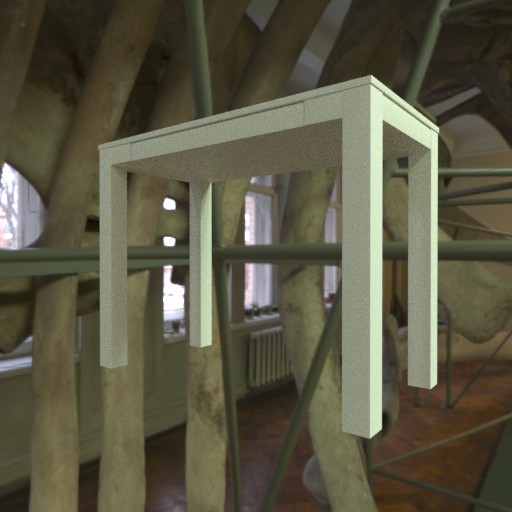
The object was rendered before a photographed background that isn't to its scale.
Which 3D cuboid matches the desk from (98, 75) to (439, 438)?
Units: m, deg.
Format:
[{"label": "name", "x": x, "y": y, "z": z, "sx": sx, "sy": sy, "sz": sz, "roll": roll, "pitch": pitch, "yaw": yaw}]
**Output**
[{"label": "desk", "x": 0.000, "y": 0.000, "z": 1.425, "sx": 0.990, "sy": 0.762, "sz": 0.497, "roll": 0, "pitch": 1, "yaw": 38}]
